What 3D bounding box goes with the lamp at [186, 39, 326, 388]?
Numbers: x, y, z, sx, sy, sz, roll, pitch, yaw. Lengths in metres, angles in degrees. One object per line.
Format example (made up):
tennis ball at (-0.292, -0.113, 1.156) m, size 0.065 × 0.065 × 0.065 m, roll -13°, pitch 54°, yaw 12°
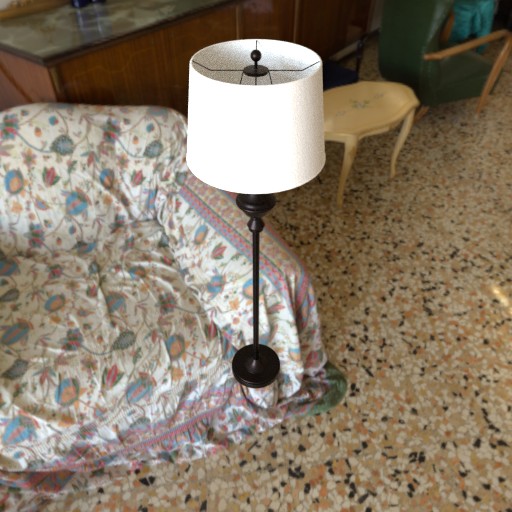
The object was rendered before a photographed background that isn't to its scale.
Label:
lamp at (0.000, 0.000, 1.674) m, size 0.431 × 1.484 × 0.431 m, roll 0°, pitch 43°, yaw 0°
